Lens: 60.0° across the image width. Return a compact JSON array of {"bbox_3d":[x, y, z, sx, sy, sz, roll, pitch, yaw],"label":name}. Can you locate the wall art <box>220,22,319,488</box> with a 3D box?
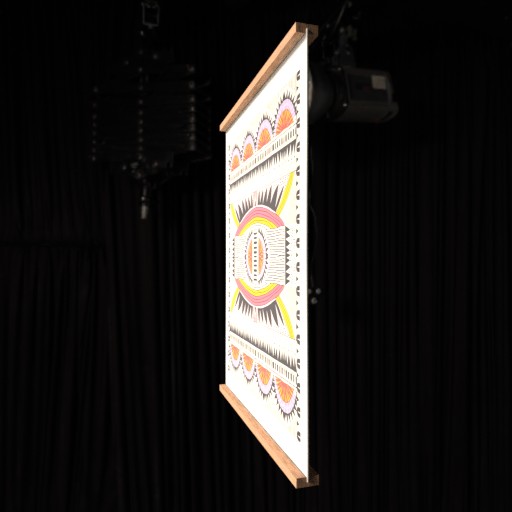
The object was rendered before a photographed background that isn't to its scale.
[{"bbox_3d":[0.000,0.000,0.696,0.028,0.527,0.403,0,-1,-17],"label":"wall art"}]
